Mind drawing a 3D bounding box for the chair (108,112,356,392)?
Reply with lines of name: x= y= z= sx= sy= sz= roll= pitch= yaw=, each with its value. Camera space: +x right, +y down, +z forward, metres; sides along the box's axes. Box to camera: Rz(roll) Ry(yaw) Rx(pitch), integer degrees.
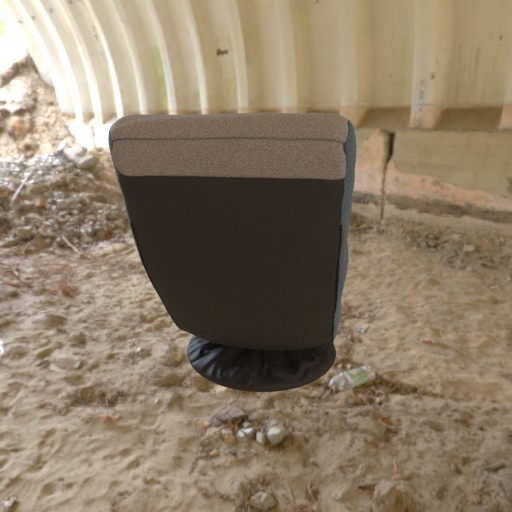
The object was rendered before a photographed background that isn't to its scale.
chair: x=0.000 y=0.000 z=1.061 sx=0.420 sy=0.641 sz=0.661 roll=3 pitch=17 yaw=9
